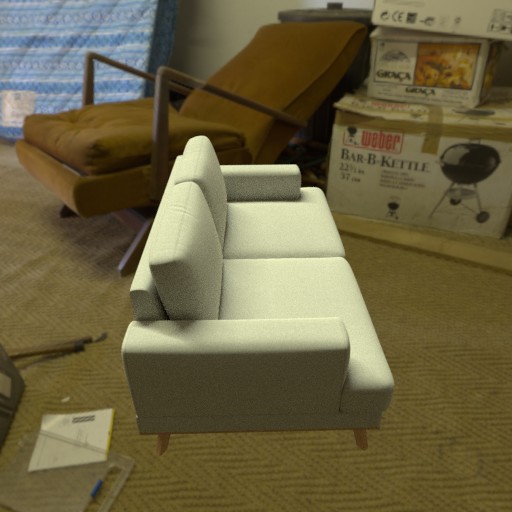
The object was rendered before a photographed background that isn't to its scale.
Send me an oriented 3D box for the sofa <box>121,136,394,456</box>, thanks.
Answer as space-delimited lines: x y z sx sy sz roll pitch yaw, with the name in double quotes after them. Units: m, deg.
0.000 0.000 2.151 0.915 0.810 1.651 -1 32 -1 "sofa"
